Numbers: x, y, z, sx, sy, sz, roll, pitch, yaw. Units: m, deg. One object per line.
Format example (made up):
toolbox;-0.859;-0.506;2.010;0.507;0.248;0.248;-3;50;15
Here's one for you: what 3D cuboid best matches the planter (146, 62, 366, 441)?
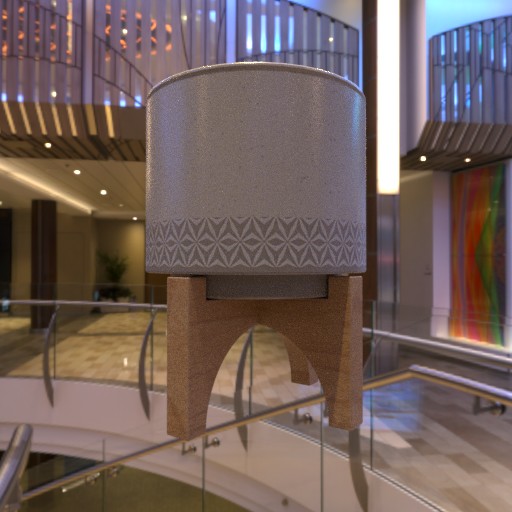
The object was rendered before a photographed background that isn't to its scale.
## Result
planter;0.000;0.000;0.268;0.130;0.178;0.130;0;-1;0
